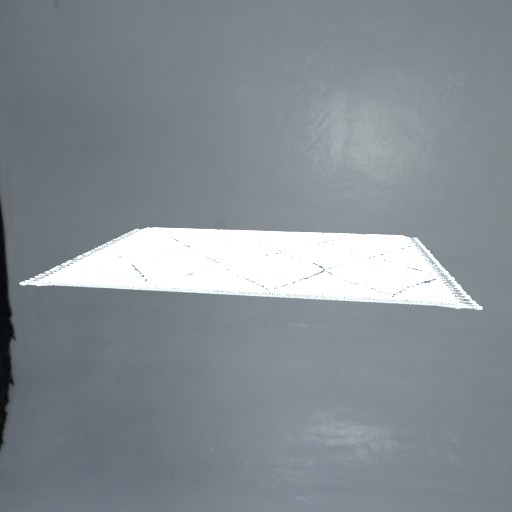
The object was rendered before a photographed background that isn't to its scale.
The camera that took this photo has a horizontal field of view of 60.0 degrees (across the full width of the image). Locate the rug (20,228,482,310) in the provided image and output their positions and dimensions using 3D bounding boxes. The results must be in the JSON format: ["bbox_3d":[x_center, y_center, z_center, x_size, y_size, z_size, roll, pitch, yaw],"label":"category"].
[{"bbox_3d":[0.000,0.000,2.886,2.307,0.031,1.494,2,15,9],"label":"rug"}]
